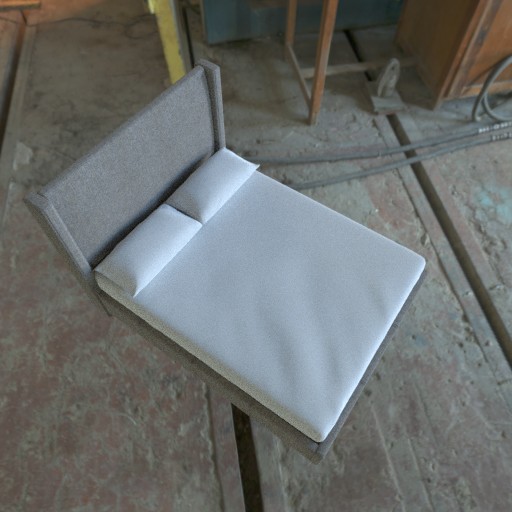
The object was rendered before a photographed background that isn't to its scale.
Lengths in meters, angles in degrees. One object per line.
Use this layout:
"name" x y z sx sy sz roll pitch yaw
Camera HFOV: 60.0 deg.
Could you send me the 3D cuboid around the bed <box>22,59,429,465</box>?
"bed" 0.000 0.000 3.289 2.245 1.481 1.714 31 62 18
